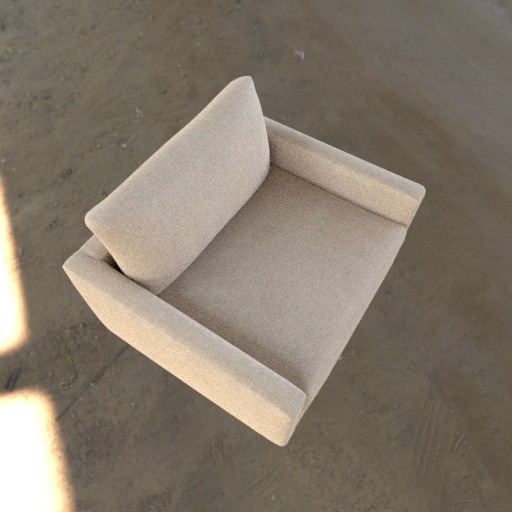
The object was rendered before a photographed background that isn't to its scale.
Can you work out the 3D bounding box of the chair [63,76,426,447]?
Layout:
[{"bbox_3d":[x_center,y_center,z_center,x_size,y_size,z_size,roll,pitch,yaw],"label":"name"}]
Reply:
[{"bbox_3d":[0.000,0.000,1.628,0.866,0.861,0.963,29,62,17],"label":"chair"}]
